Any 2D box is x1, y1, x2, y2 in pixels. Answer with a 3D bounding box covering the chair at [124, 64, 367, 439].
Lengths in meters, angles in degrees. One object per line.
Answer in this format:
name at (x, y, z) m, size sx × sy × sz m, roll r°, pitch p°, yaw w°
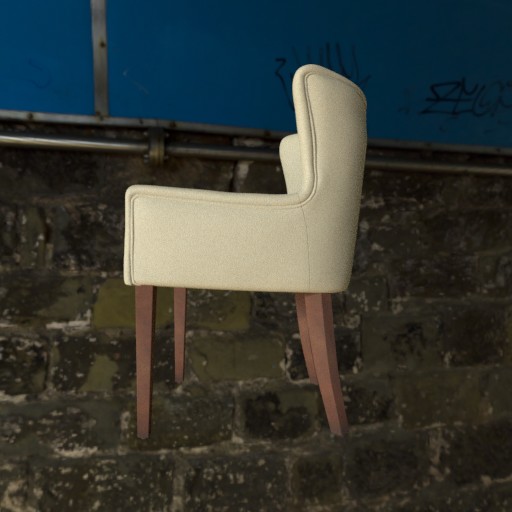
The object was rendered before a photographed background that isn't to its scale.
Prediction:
chair at (0.000, 0.000, 1.414) m, size 0.686 × 0.952 × 0.660 m, roll 0°, pitch 0°, yaw 0°
